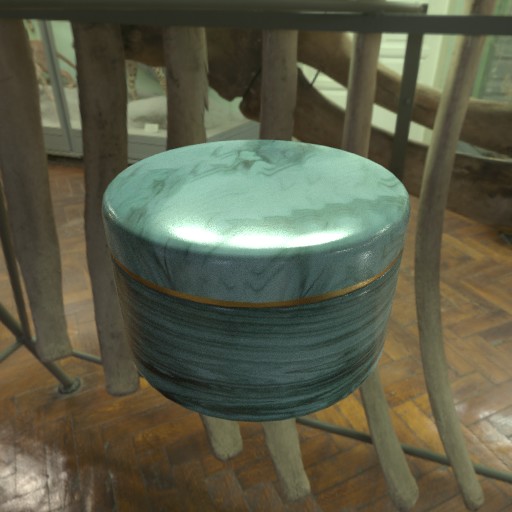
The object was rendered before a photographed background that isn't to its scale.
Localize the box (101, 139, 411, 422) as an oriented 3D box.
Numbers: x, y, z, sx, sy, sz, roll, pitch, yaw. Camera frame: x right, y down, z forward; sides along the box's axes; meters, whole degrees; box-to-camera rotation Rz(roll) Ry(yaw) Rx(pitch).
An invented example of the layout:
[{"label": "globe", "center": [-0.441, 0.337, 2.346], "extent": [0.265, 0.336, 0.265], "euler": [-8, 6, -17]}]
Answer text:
[{"label": "box", "center": [0.000, 0.000, 0.164], "extent": [0.101, 0.063, 0.101], "euler": [0, 31, 0]}]
